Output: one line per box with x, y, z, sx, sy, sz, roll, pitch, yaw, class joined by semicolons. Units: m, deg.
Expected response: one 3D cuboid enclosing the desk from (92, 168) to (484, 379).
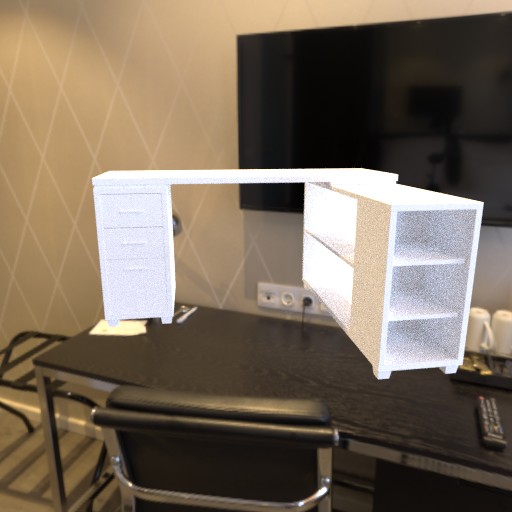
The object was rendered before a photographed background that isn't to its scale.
0.000;0.000;2.188;1.524;0.759;1.199;-2;15;-8;desk
